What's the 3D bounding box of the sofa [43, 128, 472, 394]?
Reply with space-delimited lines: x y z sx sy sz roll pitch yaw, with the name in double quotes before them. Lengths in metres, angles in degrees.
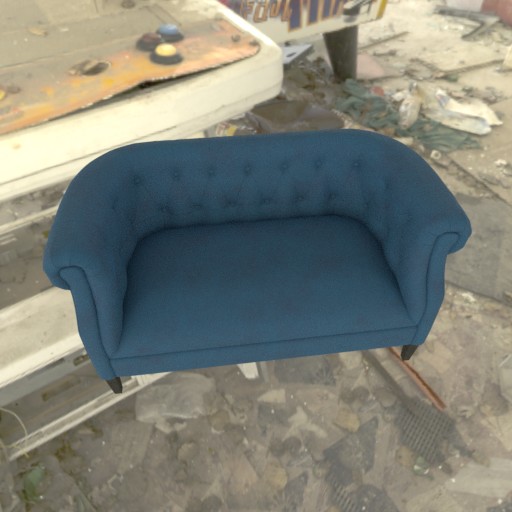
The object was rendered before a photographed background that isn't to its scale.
"sofa" 0.000 0.000 2.011 1.558 0.827 0.835 -5 47 -5
